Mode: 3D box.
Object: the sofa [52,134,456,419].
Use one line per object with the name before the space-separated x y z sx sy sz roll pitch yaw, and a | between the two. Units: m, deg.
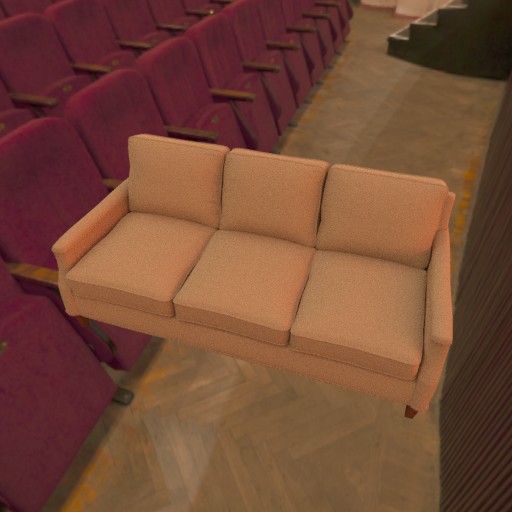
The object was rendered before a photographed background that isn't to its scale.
sofa | 0.000 0.000 2.745 2.246 1.003 1.084 12 41 14
